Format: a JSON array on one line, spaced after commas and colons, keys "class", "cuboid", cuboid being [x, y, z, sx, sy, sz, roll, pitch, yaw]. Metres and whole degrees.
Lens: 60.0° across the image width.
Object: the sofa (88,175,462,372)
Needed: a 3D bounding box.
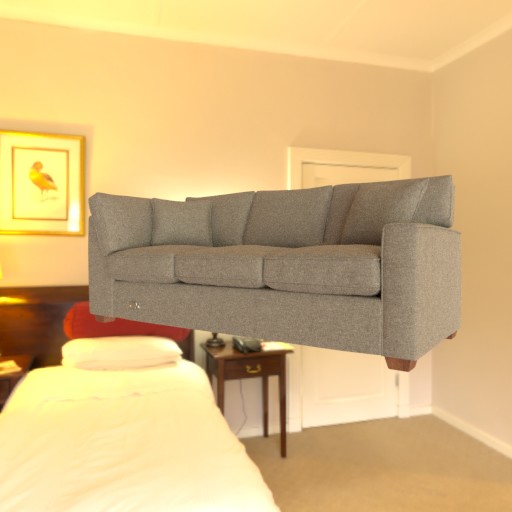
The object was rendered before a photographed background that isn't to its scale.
[{"class": "sofa", "cuboid": [0.000, 0.000, 2.902, 2.317, 0.962, 1.061, 1, 1, 35]}]
